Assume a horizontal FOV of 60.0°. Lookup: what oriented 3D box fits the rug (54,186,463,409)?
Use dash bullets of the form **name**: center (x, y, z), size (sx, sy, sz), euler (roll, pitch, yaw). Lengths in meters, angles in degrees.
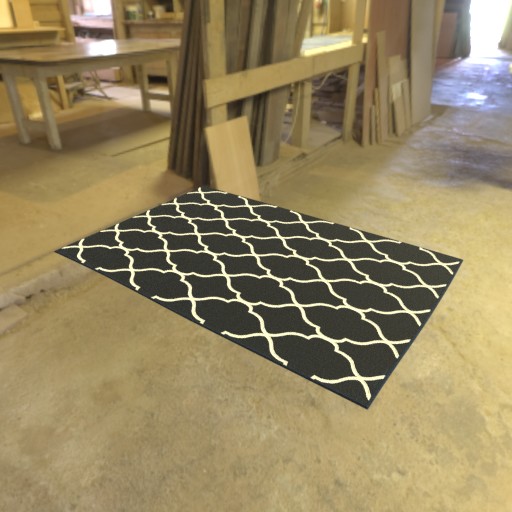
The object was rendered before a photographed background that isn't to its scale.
- **rug**: center (0.000, 0.000, 2.961), size (2.294, 0.014, 1.528), euler (20, 36, 31)
